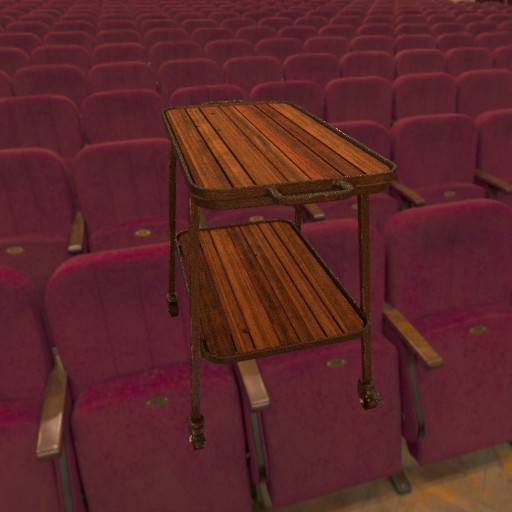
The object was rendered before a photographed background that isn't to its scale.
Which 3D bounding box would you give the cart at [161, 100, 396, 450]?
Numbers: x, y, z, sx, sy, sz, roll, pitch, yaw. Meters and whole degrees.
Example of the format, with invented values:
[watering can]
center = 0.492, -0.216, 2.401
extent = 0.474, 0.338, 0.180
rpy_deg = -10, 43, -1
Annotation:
[cart]
center = 0.000, 0.000, 1.256
extent = 0.515, 0.700, 0.806
rpy_deg = -8, 31, -13
